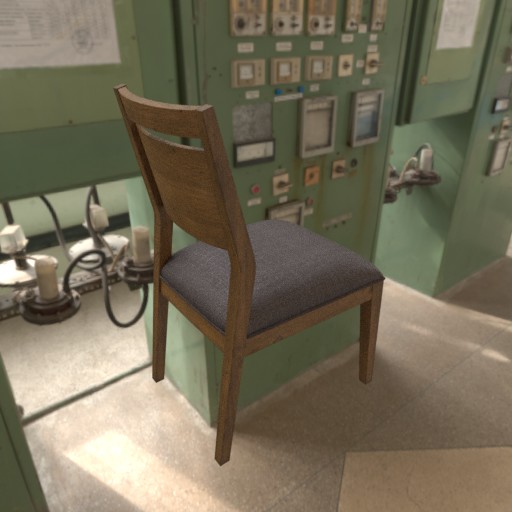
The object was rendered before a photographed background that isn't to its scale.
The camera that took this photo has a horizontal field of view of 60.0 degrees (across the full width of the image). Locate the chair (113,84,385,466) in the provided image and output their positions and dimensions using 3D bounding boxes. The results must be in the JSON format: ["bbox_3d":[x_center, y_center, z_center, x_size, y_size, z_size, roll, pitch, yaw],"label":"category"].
[{"bbox_3d":[0.000,0.000,1.294,0.610,0.939,0.501,-19,33,-32],"label":"chair"}]
